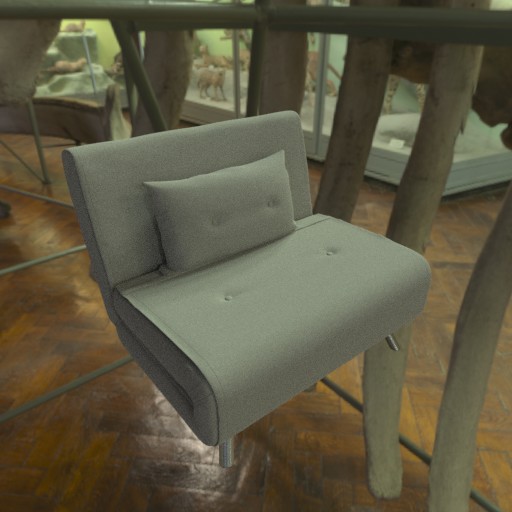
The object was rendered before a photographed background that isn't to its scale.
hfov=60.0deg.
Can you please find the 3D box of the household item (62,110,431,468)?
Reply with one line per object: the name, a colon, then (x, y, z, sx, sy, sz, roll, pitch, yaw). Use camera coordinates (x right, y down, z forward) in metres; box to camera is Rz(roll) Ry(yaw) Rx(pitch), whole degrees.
household item: (0.000, 0.000, 1.612, 1.000, 0.800, 0.874, -21, 36, -33)
